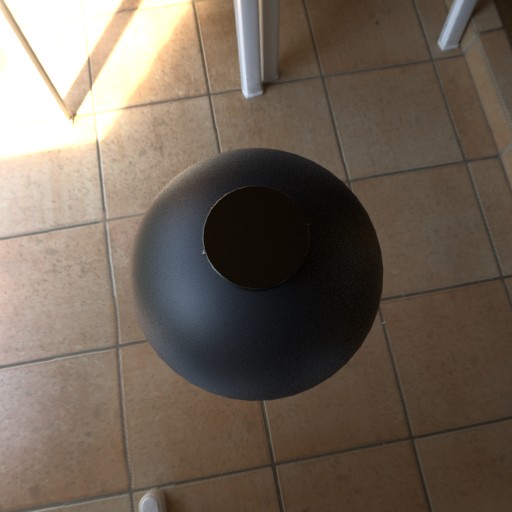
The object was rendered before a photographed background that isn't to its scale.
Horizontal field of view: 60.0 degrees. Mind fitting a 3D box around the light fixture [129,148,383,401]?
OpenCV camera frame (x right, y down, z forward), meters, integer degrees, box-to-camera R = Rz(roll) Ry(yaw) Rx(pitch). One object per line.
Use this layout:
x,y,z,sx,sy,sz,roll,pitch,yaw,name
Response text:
0.000,0.000,0.549,0.355,0.177,0.355,0,76,0,light fixture
